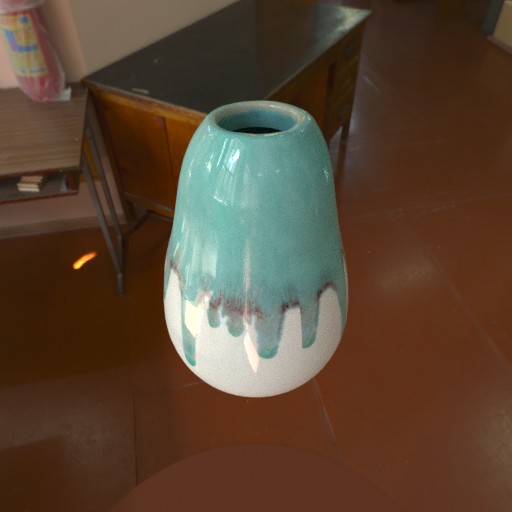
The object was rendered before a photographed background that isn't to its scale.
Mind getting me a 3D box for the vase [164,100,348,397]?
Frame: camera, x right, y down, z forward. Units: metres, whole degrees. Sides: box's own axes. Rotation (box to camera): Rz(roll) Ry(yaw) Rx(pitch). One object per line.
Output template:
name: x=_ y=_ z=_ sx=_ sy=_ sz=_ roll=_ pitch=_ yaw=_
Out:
vase: x=0.000 y=0.000 z=0.256 sx=0.116 sy=0.179 sz=0.116 roll=0 pitch=45 yaw=0
